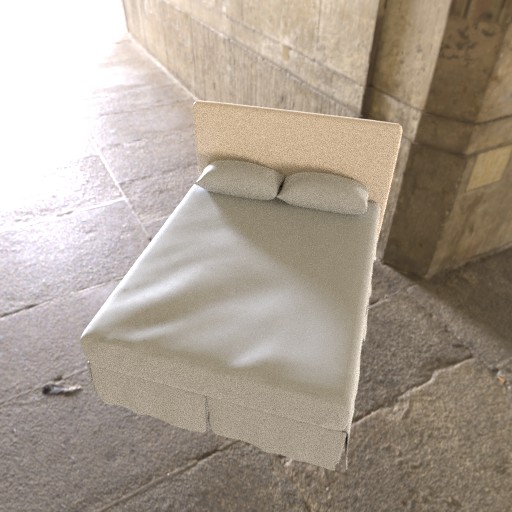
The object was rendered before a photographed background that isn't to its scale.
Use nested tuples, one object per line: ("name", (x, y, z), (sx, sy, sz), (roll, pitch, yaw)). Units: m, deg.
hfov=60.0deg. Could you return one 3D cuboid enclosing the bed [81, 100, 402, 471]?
("bed", (0.000, 0.000, 3.178), (1.748, 1.330, 2.142), (11, 42, 12))
